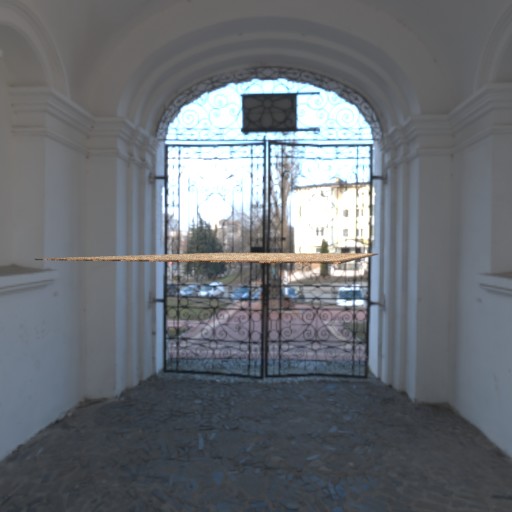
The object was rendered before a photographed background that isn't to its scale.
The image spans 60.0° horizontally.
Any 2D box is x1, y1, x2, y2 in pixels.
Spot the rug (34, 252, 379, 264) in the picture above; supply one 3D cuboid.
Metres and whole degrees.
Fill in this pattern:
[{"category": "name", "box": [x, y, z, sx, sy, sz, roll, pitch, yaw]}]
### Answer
[{"category": "rug", "box": [0.000, 0.000, 3.116, 1.516, 0.010, 2.434, 0, 1, 19]}]
